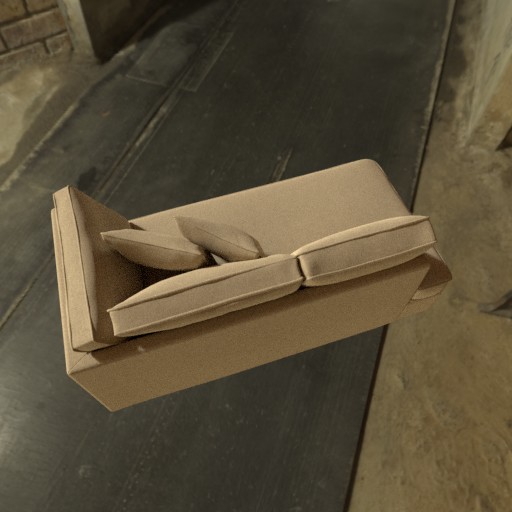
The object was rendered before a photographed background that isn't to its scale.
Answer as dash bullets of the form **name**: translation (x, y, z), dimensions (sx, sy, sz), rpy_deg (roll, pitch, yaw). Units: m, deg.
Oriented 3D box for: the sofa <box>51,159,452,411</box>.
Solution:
- **sofa**: translation (0.000, 0.000, 2.804), dimensions (2.237, 1.033, 1.110), rpy_deg (-16, 59, -10)
